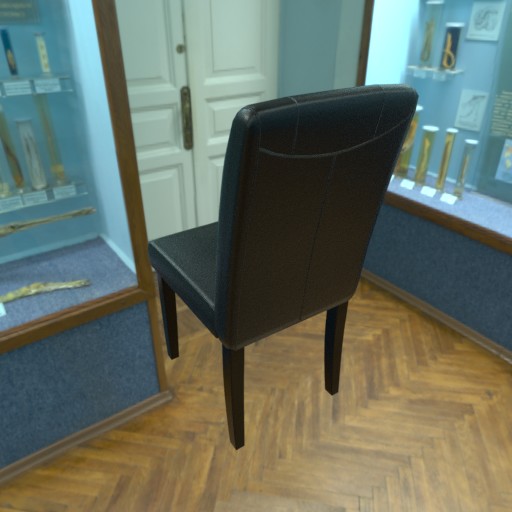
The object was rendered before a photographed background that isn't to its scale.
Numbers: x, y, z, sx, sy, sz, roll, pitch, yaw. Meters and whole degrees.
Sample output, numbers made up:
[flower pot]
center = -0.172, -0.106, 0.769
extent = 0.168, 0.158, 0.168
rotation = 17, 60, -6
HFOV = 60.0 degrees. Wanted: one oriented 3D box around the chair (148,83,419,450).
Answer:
[chair]
center = 0.000, 0.000, 1.161
extent = 0.399, 0.897, 0.556
rotation = -18, 35, -29
